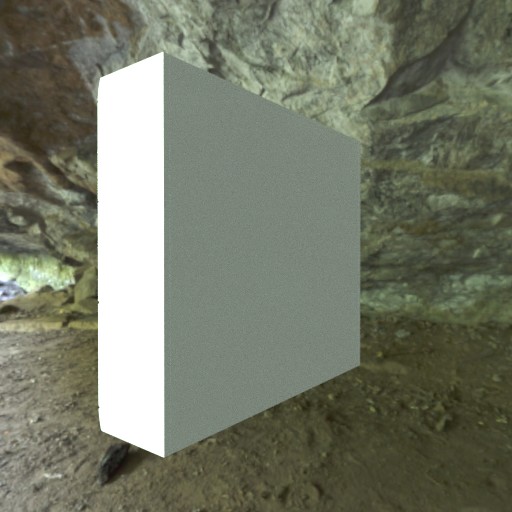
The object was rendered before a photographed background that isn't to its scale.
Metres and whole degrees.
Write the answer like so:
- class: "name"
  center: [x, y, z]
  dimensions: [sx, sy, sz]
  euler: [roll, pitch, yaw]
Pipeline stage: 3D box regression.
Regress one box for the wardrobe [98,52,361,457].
- class: "wardrobe"
  center: [0.000, 0.000, 1.933]
  dimensions: [0.360, 1.200, 1.340]
  euler: [0, 1, 38]
